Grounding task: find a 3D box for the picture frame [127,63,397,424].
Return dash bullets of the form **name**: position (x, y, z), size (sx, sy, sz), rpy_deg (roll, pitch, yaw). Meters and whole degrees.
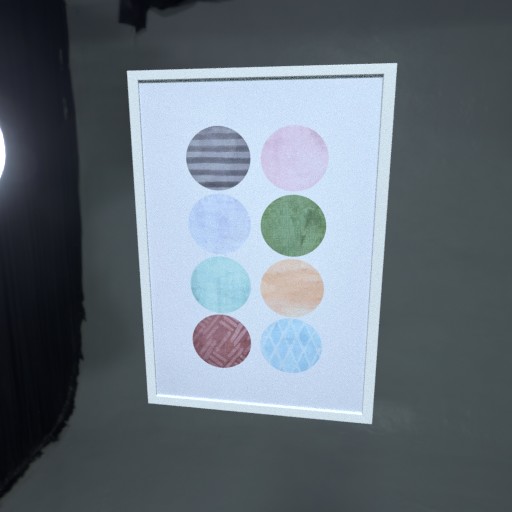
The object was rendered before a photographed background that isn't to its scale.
- **picture frame**: position (0.000, 0.000, 1.186), size (0.659, 0.940, 0.013), rpy_deg (2, 14, 9)
